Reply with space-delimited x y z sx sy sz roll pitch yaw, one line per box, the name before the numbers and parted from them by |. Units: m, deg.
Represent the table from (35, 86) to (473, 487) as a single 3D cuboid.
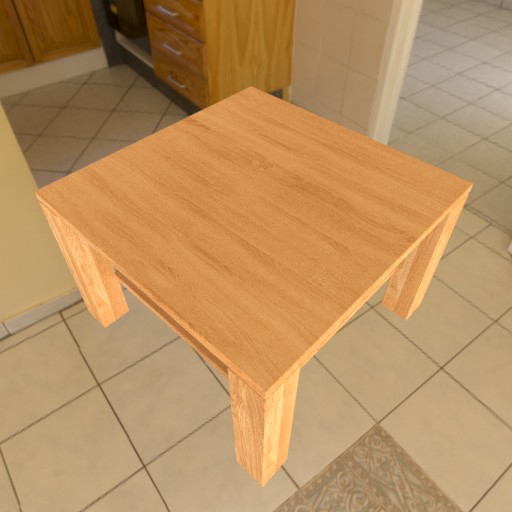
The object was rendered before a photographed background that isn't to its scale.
table | 0.000 0.000 1.160 0.700 0.450 0.700 34 55 28
